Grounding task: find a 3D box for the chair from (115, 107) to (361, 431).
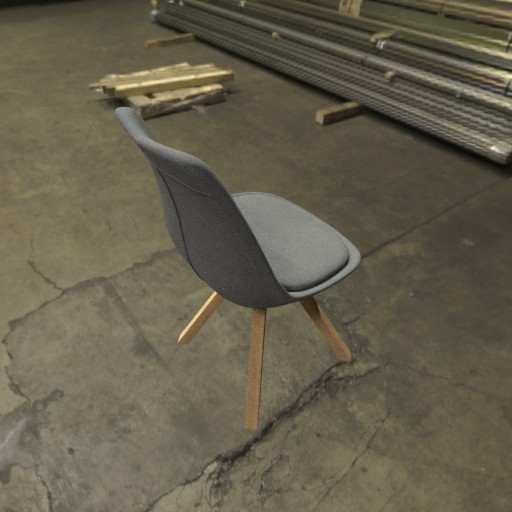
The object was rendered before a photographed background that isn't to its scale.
[{"bbox_3d":[0.000,0.000,1.203,0.549,0.863,0.474,-26,47,-27],"label":"chair"}]
